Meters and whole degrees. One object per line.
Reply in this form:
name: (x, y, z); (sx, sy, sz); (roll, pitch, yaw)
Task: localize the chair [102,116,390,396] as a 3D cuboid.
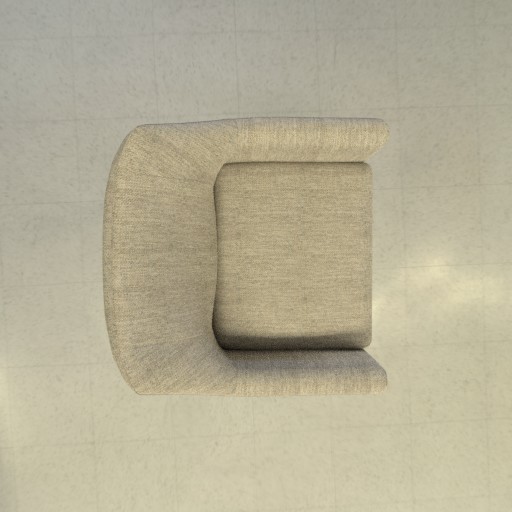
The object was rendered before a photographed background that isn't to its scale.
chair: (0.000, 0.000, 1.419); (0.758, 0.761, 0.796); (0, 91, -2)
